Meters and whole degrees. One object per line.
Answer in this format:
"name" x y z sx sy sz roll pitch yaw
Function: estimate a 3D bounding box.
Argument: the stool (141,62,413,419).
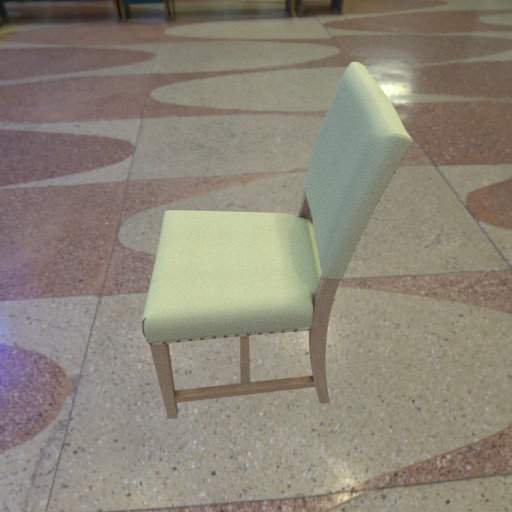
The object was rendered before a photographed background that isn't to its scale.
"stool" 0.000 0.000 1.337 0.623 0.986 0.508 -1 41 -1
